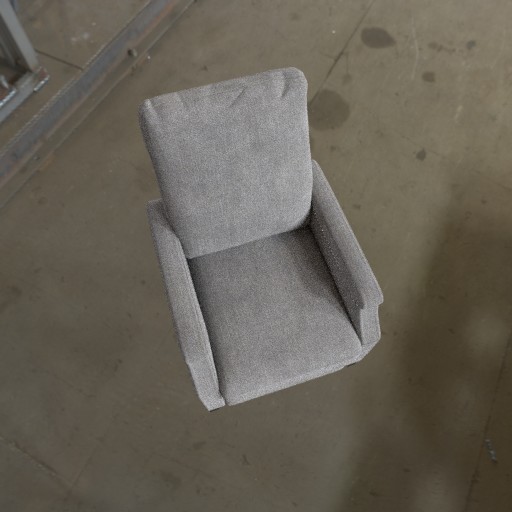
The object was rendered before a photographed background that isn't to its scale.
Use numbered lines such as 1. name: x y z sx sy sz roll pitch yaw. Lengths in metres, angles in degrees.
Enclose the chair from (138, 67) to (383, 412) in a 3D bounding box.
1. chair: 0.000 0.000 1.692 0.710 1.049 0.922 -16 64 -8
